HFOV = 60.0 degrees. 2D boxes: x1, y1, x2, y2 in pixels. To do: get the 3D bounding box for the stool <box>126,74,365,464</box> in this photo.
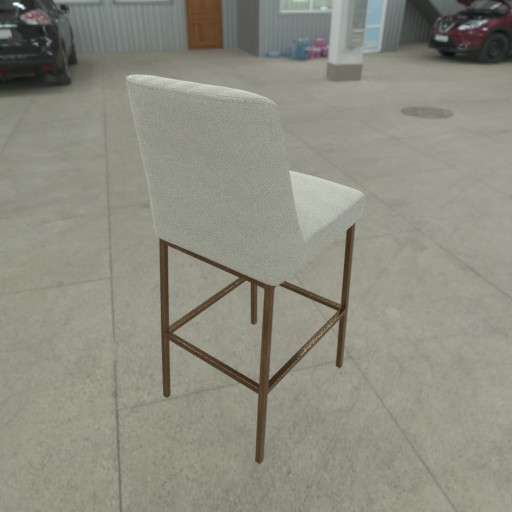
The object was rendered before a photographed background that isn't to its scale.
[{"bbox_3d":[0.000,0.000,1.370,0.462,1.084,0.546,22,38,32],"label":"stool"}]
